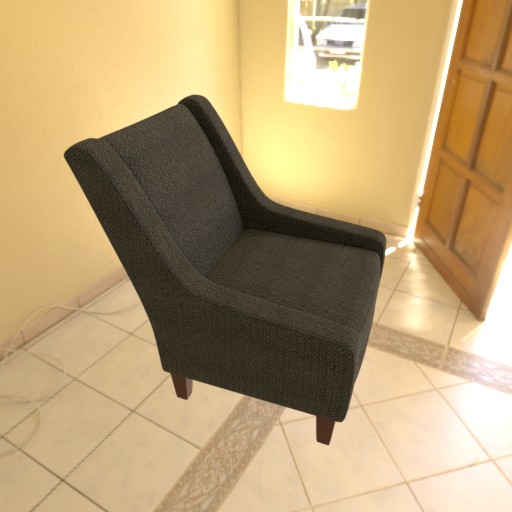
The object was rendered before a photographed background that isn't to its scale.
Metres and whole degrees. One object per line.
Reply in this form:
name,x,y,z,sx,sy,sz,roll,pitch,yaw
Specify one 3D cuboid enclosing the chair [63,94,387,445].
chair,0.000,0.000,1.730,0.944,1.012,0.793,11,33,18
